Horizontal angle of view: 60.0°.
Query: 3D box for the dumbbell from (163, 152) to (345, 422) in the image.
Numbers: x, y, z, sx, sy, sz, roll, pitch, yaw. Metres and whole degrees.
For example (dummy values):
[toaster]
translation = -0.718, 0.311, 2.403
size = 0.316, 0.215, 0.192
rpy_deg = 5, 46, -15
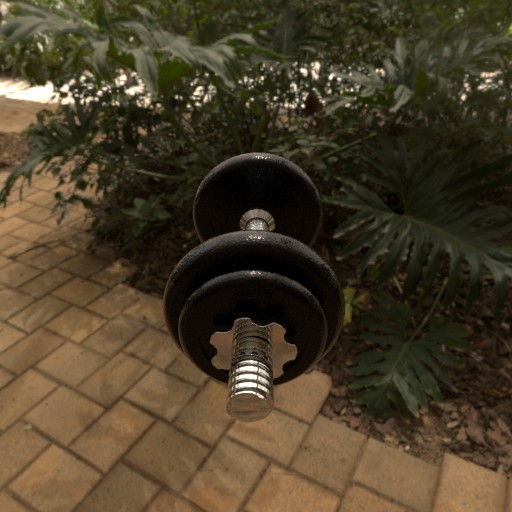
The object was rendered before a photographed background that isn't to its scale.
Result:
[dumbbell]
translation = 0.000, 0.000, 0.594
size = 0.202, 0.202, 0.497
rpy_deg = 1, 32, 1
